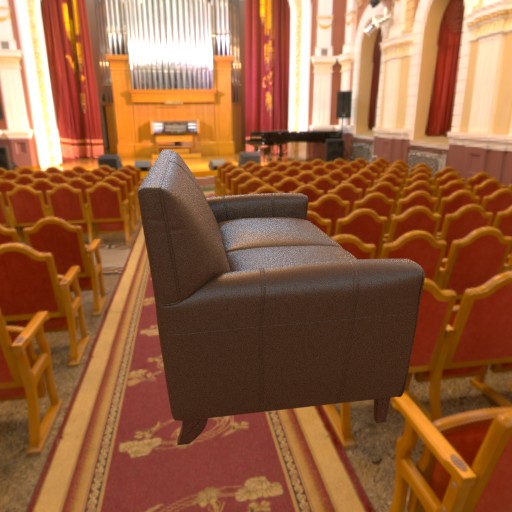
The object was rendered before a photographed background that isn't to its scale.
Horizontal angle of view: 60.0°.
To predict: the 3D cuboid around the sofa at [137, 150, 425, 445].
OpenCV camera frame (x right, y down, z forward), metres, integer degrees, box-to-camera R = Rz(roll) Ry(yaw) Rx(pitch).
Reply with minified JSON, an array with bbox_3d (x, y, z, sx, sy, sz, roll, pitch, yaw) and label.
[{"bbox_3d":[0.000,0.000,2.006,0.853,0.859,1.468,-3,17,-9],"label":"sofa"}]
